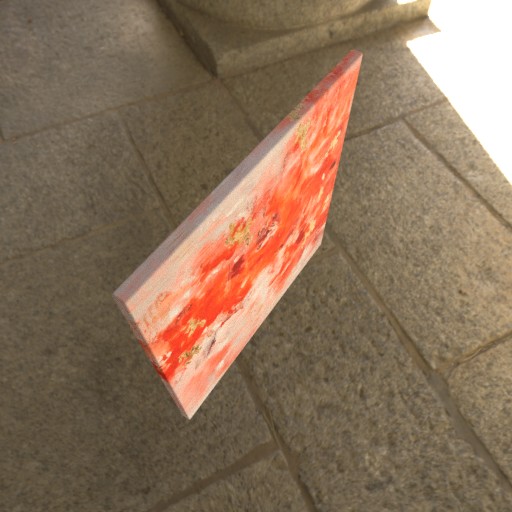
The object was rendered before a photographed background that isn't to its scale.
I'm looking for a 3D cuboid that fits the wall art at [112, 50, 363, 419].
[{"bbox_3d":[0.000,0.000,1.330,0.066,0.878,0.878,30,62,18],"label":"wall art"}]
